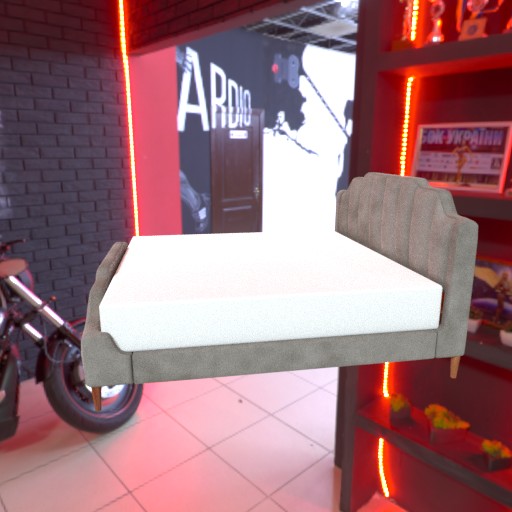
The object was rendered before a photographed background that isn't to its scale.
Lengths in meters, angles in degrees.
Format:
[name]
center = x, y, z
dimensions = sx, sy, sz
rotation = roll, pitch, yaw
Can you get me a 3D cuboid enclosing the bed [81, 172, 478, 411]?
[bed]
center = 0.000, 0.000, 3.509
dimensions = 2.340, 1.245, 2.074
rotation = -2, 14, -10
